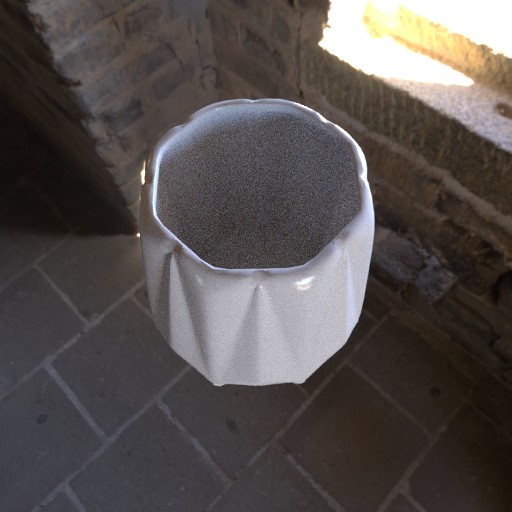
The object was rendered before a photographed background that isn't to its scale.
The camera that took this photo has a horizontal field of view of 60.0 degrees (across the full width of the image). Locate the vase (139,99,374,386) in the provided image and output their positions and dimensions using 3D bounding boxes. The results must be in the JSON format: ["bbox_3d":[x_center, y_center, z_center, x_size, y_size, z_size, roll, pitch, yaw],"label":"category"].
[{"bbox_3d":[0.000,0.000,0.263,0.141,0.152,0.141,0,63,0],"label":"vase"}]
